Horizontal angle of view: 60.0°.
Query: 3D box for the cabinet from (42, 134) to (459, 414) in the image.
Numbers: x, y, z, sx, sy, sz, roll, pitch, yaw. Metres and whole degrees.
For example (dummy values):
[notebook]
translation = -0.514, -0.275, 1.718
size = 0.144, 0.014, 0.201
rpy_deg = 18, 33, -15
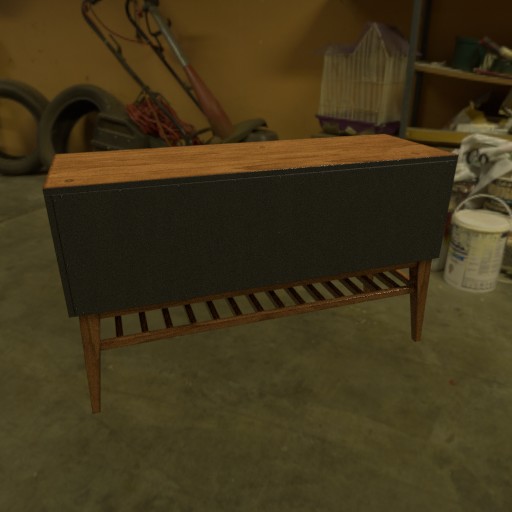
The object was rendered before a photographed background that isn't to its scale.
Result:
[cabinet]
translation = 0.000, 0.000, 1.753
size = 1.363, 0.802, 0.477
rpy_deg = -8, 26, -17
